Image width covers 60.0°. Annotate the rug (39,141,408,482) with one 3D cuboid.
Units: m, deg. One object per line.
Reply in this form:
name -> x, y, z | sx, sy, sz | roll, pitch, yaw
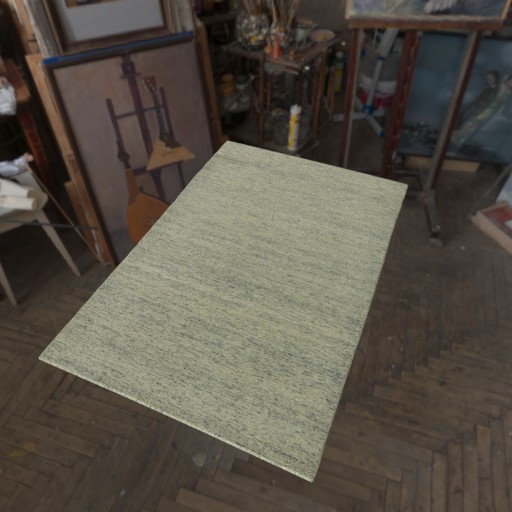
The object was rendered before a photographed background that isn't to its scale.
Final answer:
rug -> 0.000, 0.000, 2.306 | 1.243, 0.014, 1.846 | 18, 49, 16
